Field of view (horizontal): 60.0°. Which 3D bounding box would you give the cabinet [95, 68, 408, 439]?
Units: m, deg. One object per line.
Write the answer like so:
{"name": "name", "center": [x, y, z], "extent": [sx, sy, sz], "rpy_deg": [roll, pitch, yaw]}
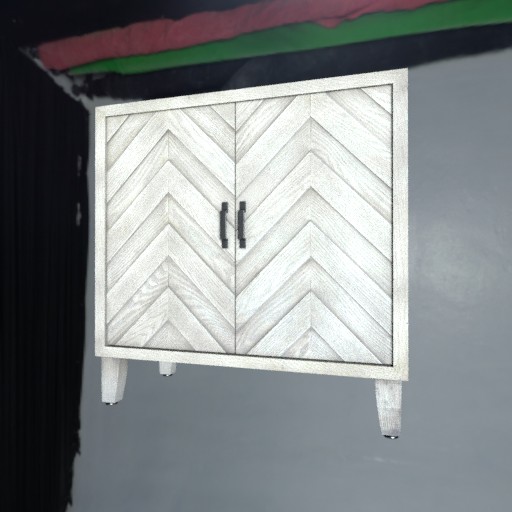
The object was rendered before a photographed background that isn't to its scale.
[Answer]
{"name": "cabinet", "center": [0.000, 0.000, 1.213], "extent": [0.781, 0.787, 0.370], "rpy_deg": [0, 0, 18]}
